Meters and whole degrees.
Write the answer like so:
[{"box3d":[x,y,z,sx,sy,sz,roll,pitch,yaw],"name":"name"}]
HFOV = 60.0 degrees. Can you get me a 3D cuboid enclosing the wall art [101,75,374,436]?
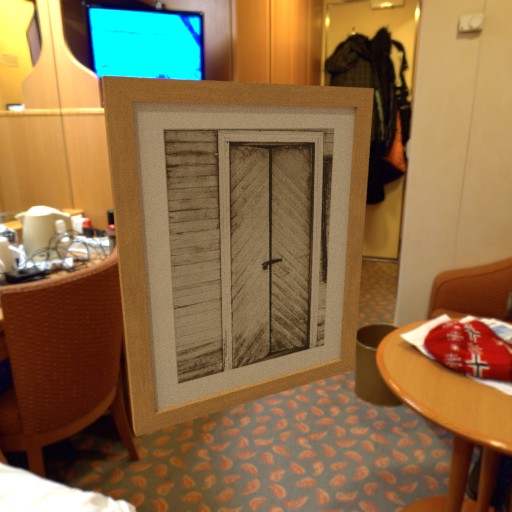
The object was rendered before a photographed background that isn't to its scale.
[{"box3d":[0.000,0.000,0.770,0.460,0.561,0.020,-8,18,-26],"name":"wall art"}]
